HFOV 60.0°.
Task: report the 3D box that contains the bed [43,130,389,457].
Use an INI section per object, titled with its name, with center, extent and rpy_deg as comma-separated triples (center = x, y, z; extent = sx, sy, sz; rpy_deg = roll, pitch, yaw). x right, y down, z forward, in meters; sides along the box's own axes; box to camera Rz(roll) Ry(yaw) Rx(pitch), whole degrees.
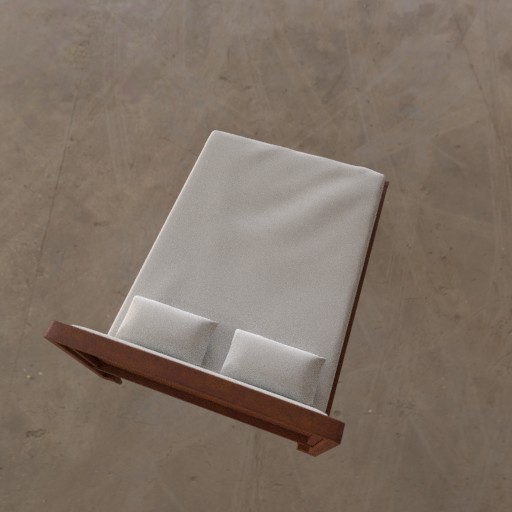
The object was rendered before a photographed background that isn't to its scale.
[bed]
center = 0.000, 0.000, 3.183
extent = 1.587, 1.275, 2.196
rpy_deg = 17, 64, 9
